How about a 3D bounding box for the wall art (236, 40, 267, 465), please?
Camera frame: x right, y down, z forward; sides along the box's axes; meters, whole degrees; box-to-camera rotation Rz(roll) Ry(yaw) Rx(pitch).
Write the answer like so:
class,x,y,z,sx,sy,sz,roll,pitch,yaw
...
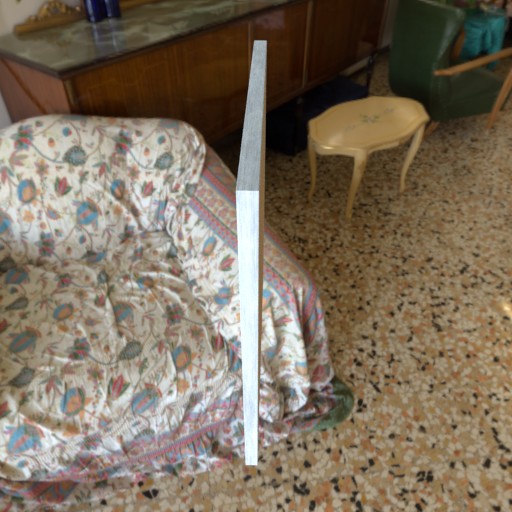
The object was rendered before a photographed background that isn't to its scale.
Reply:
class,x,y,z,sx,sy,sz,roll,pitch,yaw
wall art,0.000,0.000,0.786,0.022,0.582,0.479,1,41,1
